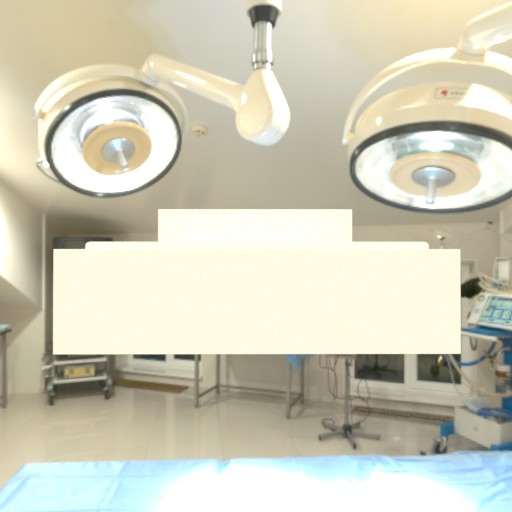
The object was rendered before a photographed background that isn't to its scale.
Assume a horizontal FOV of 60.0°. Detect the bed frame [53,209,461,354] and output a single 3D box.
[{"bbox_3d":[0.000,0.000,2.745,1.622,0.800,1.960,0,-1,0],"label":"bed frame"}]
